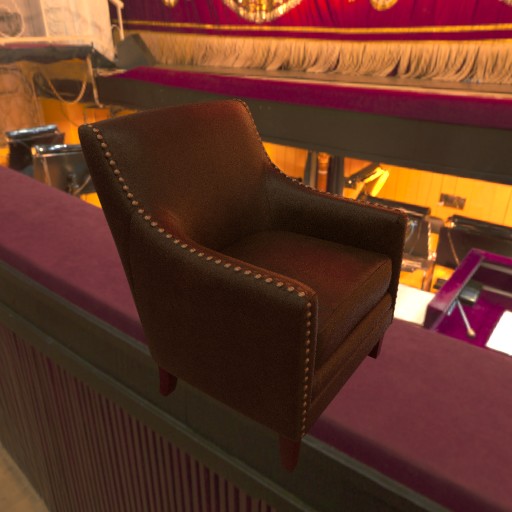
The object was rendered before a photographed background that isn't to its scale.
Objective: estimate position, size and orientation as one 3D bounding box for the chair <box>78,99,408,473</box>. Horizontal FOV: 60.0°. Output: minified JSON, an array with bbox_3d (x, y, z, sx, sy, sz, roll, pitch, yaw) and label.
[{"bbox_3d":[0.000,0.000,1.327,0.704,0.813,0.639,18,32,32],"label":"chair"}]
